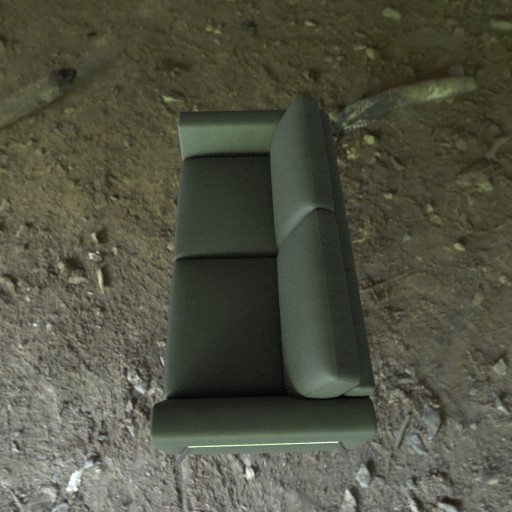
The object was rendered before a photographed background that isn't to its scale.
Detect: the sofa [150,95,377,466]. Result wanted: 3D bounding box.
[{"bbox_3d":[0.000,0.000,2.489,0.953,0.875,2.017,-1,58,-1],"label":"sofa"}]
